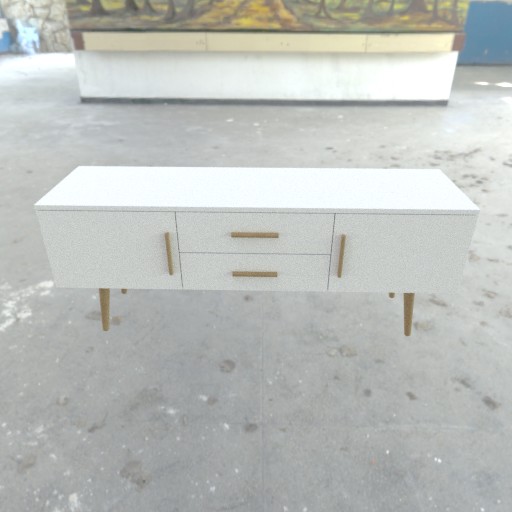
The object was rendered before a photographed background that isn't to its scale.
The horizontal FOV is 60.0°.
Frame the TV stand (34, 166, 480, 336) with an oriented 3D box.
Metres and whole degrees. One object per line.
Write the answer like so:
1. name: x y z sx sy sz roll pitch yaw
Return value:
1. TV stand: 0.000 0.000 1.683 1.398 0.560 0.401 1 30 1
